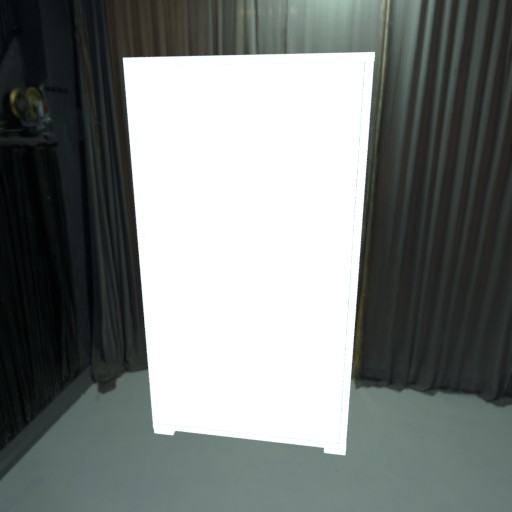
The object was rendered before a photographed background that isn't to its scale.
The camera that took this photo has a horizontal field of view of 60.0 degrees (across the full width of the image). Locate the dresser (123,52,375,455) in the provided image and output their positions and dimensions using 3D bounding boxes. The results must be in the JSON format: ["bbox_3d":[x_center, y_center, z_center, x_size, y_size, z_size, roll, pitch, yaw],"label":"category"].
[{"bbox_3d":[0.000,0.000,1.489,0.650,1.190,0.400,3,18,9],"label":"dresser"}]
